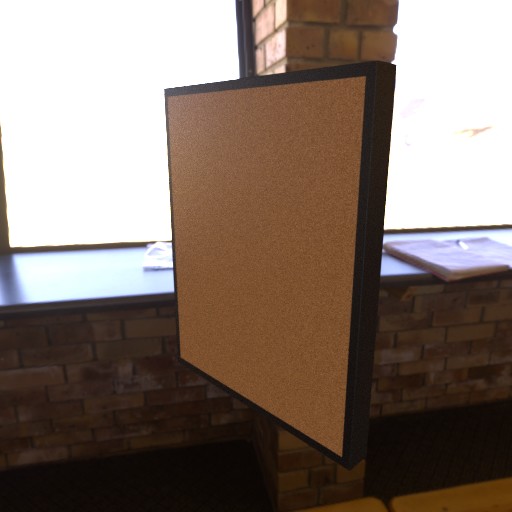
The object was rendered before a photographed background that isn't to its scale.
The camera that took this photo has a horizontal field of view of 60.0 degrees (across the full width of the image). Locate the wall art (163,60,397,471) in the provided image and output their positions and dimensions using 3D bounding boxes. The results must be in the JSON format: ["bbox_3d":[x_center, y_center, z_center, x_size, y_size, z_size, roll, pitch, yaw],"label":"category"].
[{"bbox_3d":[0.000,0.000,0.494,0.030,0.369,0.294,-14,21,-42],"label":"wall art"}]
